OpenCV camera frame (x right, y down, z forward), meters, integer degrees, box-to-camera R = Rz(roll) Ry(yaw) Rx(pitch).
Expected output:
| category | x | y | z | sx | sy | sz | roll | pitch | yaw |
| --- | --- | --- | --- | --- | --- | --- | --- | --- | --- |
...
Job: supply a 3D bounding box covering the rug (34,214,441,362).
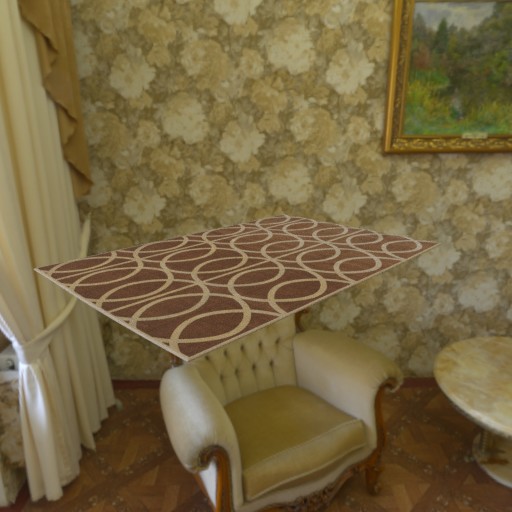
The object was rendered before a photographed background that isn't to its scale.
| category | x | y | z | sx | sy | sz | roll | pitch | yaw |
| --- | --- | --- | --- | --- | --- | --- | --- | --- | --- |
| rug | 0.000 | 0.000 | 2.927 | 1.528 | 0.014 | 2.294 | 16 | 23 | 42 |
